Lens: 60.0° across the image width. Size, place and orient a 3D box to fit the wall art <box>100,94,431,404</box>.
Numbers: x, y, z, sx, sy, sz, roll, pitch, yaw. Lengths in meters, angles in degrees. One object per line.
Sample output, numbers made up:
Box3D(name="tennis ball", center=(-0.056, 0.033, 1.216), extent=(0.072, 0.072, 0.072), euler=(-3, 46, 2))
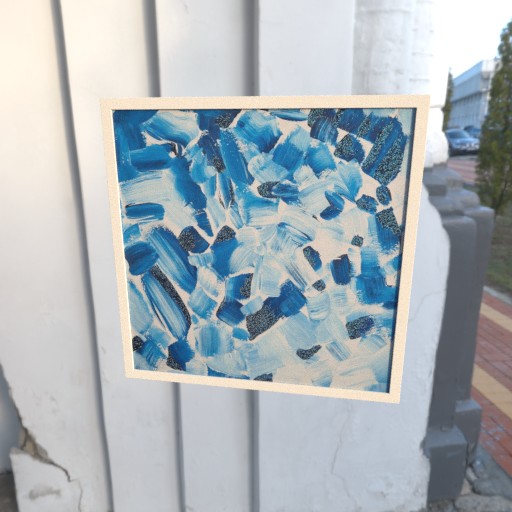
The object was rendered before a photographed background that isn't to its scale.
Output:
Box3D(name="wall art", center=(0.000, 0.000, 0.674), extent=(0.457, 0.457, 0.012), euler=(3, 16, 9))
